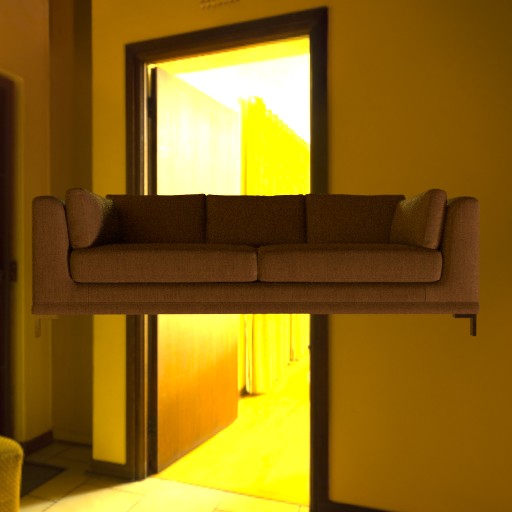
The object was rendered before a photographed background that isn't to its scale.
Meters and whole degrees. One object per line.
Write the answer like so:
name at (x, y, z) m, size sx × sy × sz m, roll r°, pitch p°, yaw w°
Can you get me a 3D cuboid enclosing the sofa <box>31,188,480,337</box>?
sofa at (0.000, 0.000, 2.839) m, size 2.415 × 0.867 × 0.969 m, roll 0°, pitch 0°, yaw -1°
